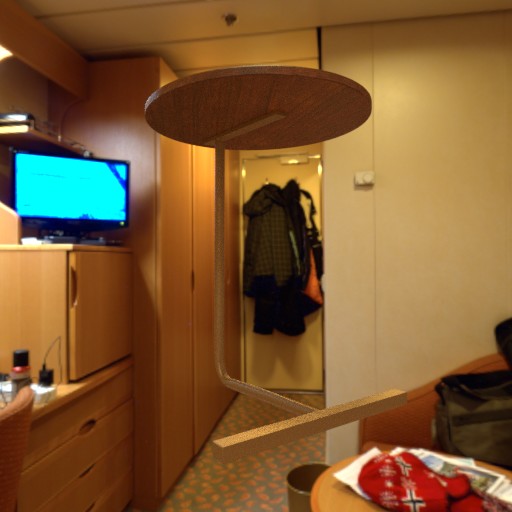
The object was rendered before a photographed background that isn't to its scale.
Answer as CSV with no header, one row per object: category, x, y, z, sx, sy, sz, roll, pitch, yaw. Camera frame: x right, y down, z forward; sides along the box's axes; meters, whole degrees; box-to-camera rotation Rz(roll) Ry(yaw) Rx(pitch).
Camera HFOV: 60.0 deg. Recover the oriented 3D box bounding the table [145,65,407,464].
table,0.000,0.000,1.103,0.530,0.706,0.577,1,-1,-37
